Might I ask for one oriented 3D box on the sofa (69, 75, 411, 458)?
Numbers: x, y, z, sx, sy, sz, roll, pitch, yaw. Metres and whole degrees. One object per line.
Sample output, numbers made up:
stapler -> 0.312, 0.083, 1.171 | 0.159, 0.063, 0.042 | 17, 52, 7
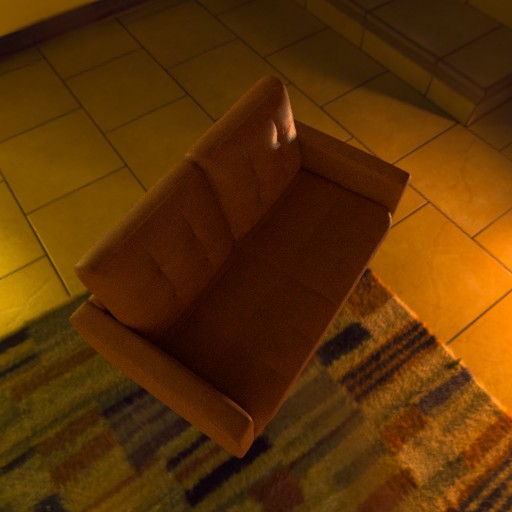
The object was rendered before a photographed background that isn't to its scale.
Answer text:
sofa -> 0.000, 0.000, 1.982 | 0.868, 0.898, 1.430 | 30, 64, 17
